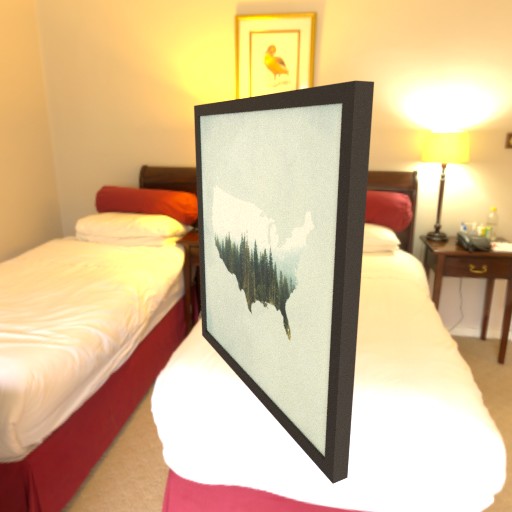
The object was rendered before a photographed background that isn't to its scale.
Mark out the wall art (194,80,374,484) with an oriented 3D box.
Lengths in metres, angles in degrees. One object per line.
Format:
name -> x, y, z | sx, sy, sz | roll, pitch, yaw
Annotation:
wall art -> 0.000, 0.000, 1.129 | 0.038, 0.763, 0.763 | -8, 17, -26
